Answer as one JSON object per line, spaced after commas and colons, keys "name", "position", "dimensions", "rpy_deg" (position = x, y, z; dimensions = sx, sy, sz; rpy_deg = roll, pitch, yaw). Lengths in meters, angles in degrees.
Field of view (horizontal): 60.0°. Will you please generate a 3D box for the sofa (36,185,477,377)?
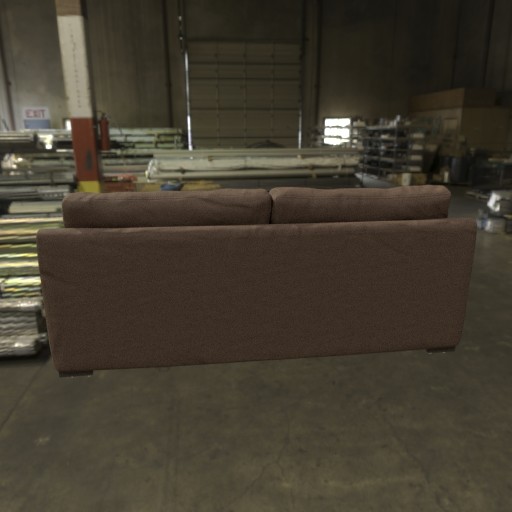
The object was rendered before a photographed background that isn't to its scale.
{"name": "sofa", "position": [0.000, 0.000, 2.823], "dimensions": [2.274, 0.950, 1.140], "rpy_deg": [-2, 16, -7]}
